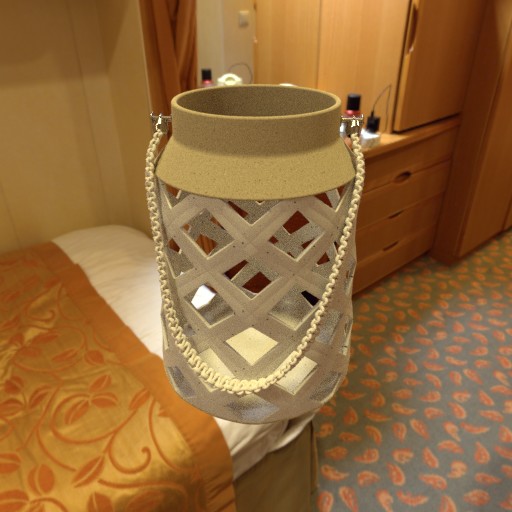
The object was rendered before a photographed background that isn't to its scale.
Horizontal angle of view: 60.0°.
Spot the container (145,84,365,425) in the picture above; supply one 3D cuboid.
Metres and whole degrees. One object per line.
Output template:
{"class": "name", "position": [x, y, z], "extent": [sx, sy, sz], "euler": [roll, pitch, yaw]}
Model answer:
{"class": "container", "position": [0.000, 0.000, 0.390], "extent": [0.188, 0.264, 0.198], "euler": [1, 30, 2]}
